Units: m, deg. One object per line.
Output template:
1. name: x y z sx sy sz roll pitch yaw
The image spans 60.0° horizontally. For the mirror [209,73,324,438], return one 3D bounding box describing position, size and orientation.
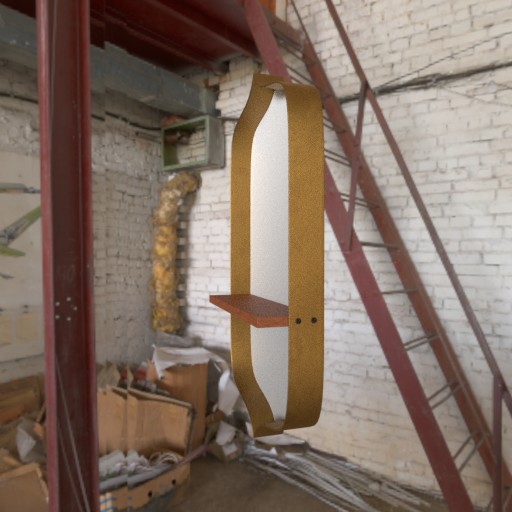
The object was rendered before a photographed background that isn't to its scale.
1. mirror: 0.000 0.000 0.745 0.096 0.613 0.323 0 1 -17
